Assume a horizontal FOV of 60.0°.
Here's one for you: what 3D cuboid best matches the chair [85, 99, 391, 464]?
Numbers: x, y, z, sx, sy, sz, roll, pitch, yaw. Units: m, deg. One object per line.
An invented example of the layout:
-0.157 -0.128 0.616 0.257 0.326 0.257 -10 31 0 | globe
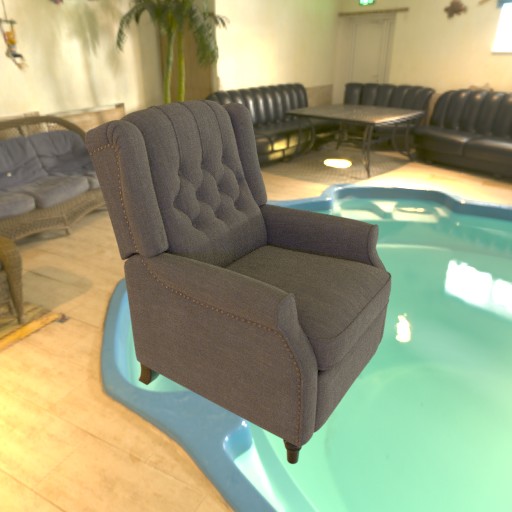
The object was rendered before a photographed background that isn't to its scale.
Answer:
0.000 0.000 1.622 0.898 1.035 0.742 16 30 31 | chair
